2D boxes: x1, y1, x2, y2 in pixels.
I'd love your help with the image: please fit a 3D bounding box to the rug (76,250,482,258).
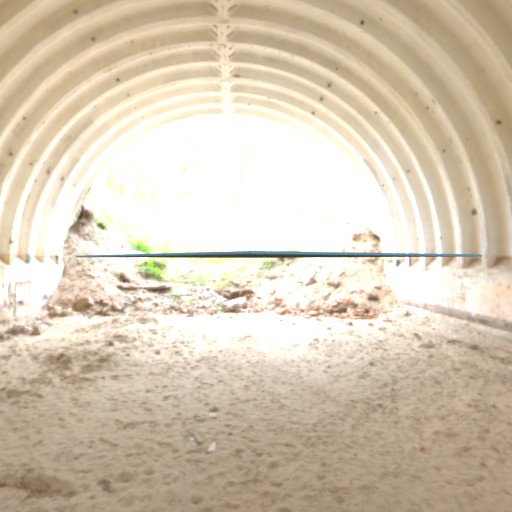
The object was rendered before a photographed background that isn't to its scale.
[{"bbox_3d":[0.000,0.000,4.046,2.350,0.018,2.964,0,-1,-38],"label":"rug"}]
